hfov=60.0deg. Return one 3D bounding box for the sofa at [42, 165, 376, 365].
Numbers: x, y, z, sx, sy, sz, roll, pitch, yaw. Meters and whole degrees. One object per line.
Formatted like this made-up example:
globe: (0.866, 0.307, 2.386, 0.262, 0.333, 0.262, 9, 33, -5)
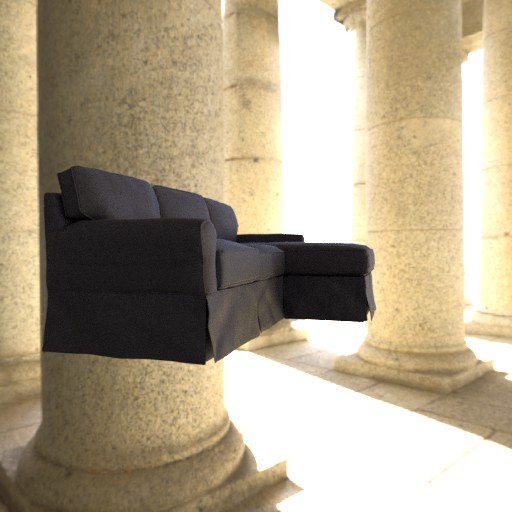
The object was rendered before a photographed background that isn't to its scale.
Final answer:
sofa: (0.000, 0.000, 3.293, 1.637, 1.039, 2.518, 0, 1, 18)
